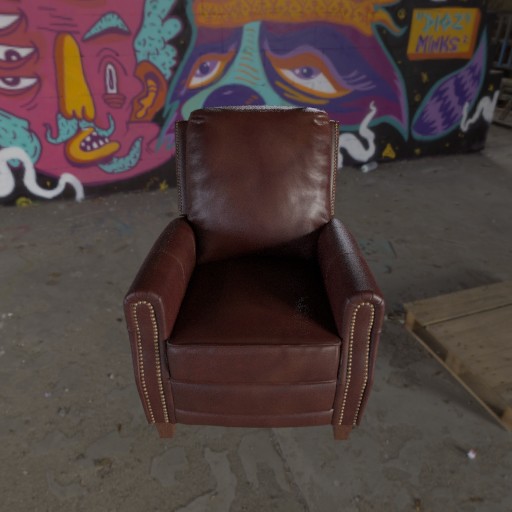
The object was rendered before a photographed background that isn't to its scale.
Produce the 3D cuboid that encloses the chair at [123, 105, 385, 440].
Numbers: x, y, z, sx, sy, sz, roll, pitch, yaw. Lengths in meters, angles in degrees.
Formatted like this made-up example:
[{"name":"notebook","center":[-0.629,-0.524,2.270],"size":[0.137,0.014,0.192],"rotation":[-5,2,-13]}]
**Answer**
[{"name":"chair","center":[0.000,0.000,1.814],"size":[0.826,1.022,1.089],"rotation":[1,30,1]}]
